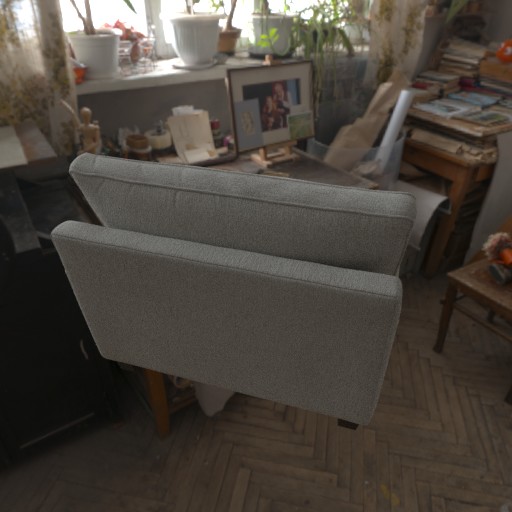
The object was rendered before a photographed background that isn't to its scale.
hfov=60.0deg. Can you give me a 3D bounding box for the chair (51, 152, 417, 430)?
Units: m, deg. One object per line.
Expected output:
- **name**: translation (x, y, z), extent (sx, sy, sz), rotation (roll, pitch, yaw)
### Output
- **chair**: translation (0.000, 0.000, 1.961), extent (1.220, 1.016, 1.041), rotation (10, 34, 15)
